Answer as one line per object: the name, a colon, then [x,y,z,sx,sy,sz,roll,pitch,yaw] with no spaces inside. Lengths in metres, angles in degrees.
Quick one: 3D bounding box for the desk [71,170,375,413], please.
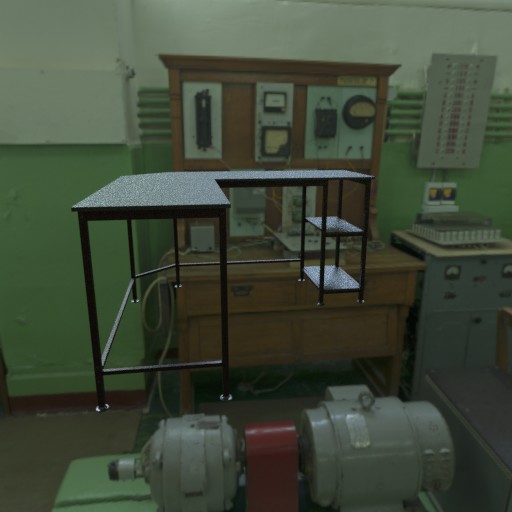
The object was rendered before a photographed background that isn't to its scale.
desk: [0.000,0.000,2.238,1.379,0.739,1.379,-2,15,-8]
